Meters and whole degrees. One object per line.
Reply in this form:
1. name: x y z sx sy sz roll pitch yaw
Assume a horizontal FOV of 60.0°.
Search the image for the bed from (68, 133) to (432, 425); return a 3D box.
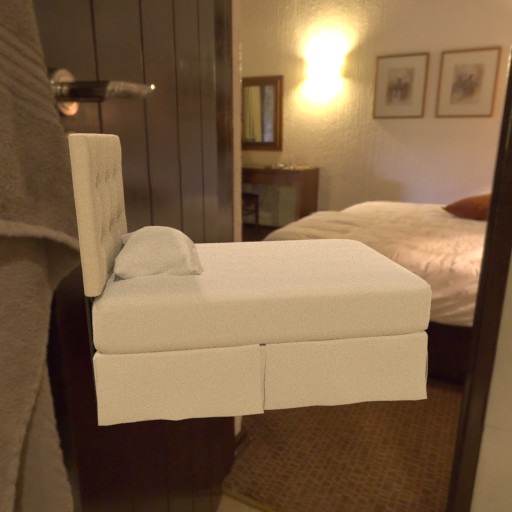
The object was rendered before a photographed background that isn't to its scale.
1. bed: 0.000 0.000 2.961 1.997 1.571 1.261 -2 15 -8
